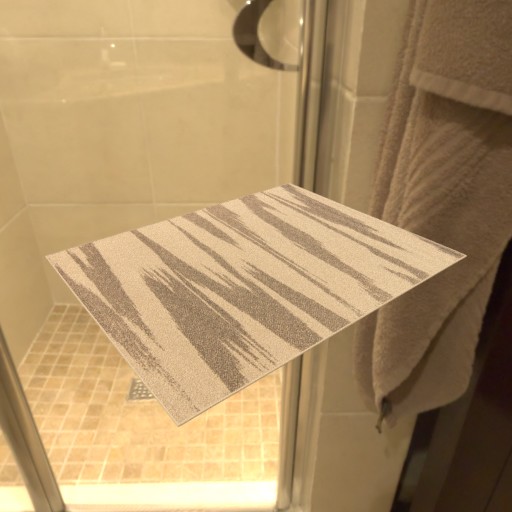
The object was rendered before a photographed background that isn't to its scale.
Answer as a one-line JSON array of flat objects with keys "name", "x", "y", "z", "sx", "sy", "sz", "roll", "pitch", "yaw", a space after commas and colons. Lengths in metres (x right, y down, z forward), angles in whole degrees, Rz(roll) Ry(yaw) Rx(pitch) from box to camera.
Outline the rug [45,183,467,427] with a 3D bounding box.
[{"name": "rug", "x": 0.000, "y": 0.000, "z": 3.942, "sx": 2.945, "sy": 0.014, "sz": 2.353, "roll": -22, "pitch": 36, "yaw": -33}]
